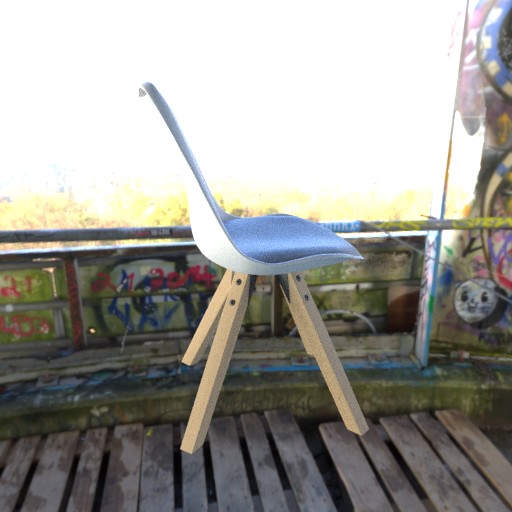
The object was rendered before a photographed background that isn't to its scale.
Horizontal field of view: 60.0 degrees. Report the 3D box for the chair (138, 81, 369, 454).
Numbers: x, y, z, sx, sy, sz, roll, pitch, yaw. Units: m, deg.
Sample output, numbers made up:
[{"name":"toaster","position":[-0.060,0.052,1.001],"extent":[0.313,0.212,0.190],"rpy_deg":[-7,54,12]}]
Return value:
[{"name":"chair","position":[0.000,0.000,1.188],"extent":[0.550,0.850,0.485],"rpy_deg":[-3,17,-8]}]
